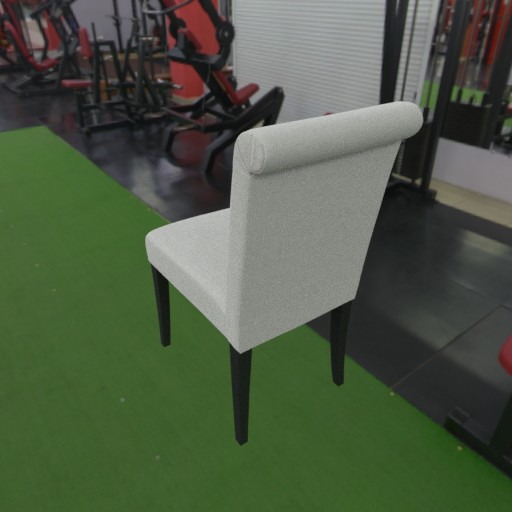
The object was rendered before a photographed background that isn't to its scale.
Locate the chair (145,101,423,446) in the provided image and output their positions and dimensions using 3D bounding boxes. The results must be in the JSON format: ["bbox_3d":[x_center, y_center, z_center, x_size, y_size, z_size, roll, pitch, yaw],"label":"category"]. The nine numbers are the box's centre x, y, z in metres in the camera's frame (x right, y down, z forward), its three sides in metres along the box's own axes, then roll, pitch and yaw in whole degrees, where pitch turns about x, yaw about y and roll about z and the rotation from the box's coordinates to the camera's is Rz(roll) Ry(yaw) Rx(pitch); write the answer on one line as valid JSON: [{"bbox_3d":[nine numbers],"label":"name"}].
[{"bbox_3d":[0.000,0.000,1.369,0.452,0.976,0.708,-20,36,-29],"label":"chair"}]
